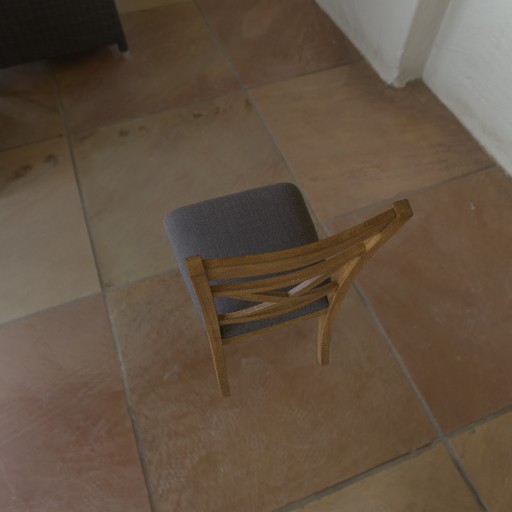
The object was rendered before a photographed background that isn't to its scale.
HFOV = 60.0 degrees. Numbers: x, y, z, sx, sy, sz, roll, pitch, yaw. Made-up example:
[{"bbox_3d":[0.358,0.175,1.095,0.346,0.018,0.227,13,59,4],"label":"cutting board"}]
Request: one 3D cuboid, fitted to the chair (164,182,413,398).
[{"bbox_3d":[0.000,0.000,1.287,0.470,0.949,0.581,-15,60,-9],"label":"chair"}]
